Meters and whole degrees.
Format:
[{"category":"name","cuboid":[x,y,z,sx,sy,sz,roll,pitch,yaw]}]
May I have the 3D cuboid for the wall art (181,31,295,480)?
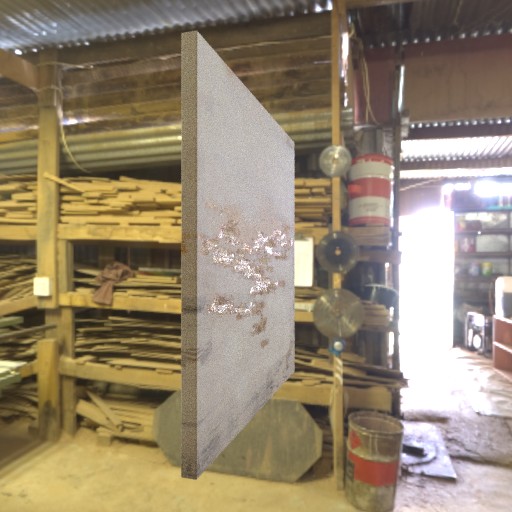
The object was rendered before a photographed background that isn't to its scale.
[{"category":"wall art","cuboid":[0.000,0.000,1.492,0.040,1.018,1.015,0,0,18]}]
